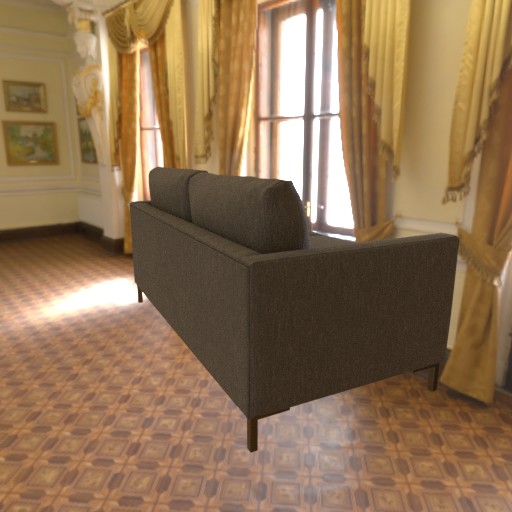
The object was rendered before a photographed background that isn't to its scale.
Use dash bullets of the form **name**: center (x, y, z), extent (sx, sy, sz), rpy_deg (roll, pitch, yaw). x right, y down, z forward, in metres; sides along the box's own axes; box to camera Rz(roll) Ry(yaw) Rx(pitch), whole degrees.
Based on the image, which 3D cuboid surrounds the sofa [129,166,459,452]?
- **sofa**: center (0.000, 0.000, 2.177), extent (0.875, 0.840, 1.682), rpy_deg (-7, 15, -26)
